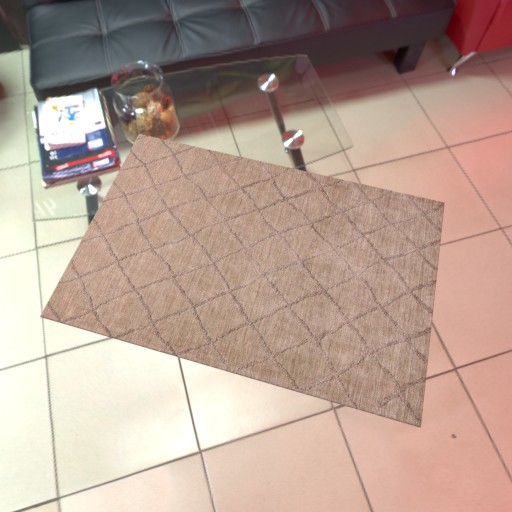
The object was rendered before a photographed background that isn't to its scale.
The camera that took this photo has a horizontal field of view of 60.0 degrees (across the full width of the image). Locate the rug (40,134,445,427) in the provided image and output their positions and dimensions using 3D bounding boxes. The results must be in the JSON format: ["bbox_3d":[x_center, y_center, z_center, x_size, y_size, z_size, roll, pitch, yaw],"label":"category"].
[{"bbox_3d":[0.000,0.000,2.875,2.280,0.015,1.521,14,63,7],"label":"rug"}]
